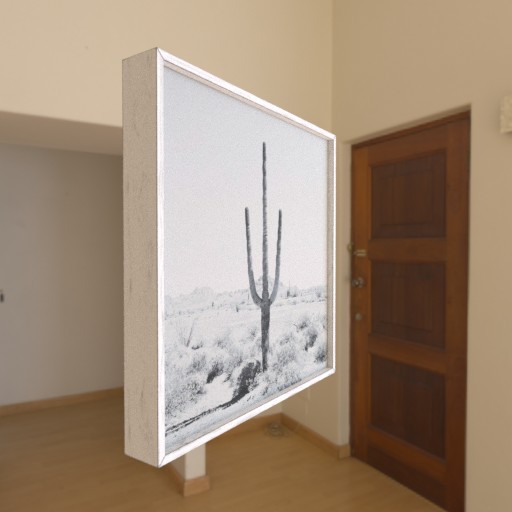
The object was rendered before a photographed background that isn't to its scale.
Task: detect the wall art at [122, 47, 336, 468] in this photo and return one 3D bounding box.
[{"bbox_3d":[0.000,0.000,0.456,0.038,0.305,0.305,1,1,35],"label":"wall art"}]
